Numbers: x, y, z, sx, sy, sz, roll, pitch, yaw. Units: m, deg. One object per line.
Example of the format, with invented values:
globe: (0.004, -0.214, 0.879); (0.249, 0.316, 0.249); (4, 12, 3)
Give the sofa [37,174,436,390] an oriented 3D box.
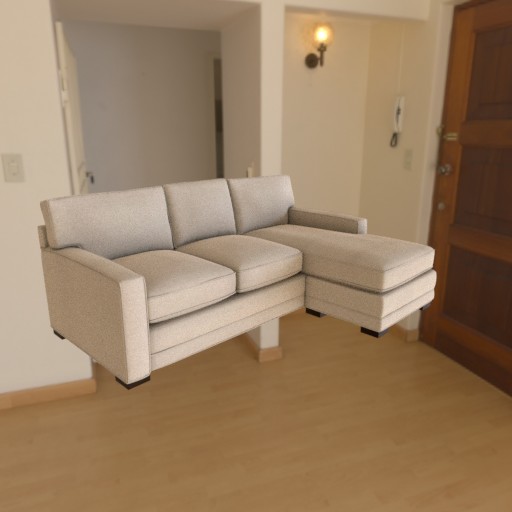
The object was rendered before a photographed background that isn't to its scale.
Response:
sofa: (0.000, 0.000, 2.817); (1.496, 0.861, 2.087); (15, 22, 42)
